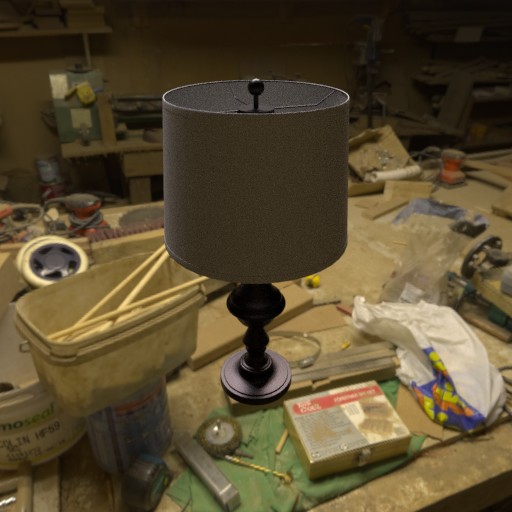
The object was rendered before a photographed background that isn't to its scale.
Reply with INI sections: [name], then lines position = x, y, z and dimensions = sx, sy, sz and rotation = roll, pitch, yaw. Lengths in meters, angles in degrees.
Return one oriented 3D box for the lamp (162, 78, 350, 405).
[lamp]
position = 0.000, 0.000, 0.967
dimensions = 0.383, 0.726, 0.383
rotation = 0, 30, 0
